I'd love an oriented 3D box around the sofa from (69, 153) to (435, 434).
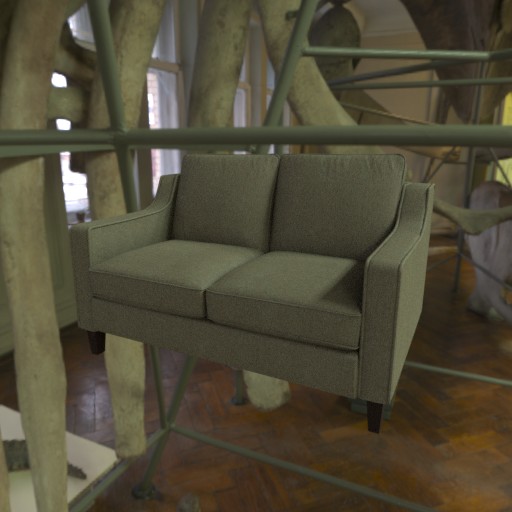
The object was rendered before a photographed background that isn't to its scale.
[{"bbox_3d":[0.000,0.000,2.173,1.503,0.981,0.985,7,17,25],"label":"sofa"}]
